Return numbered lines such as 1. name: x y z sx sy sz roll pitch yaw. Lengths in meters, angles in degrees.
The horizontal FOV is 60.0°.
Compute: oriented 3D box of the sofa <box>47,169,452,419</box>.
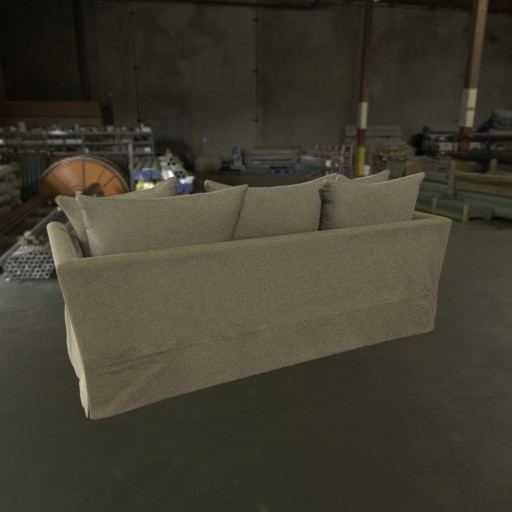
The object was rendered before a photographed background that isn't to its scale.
1. sofa: 0.000 0.000 2.758 2.290 1.034 1.031 -8 17 -26
